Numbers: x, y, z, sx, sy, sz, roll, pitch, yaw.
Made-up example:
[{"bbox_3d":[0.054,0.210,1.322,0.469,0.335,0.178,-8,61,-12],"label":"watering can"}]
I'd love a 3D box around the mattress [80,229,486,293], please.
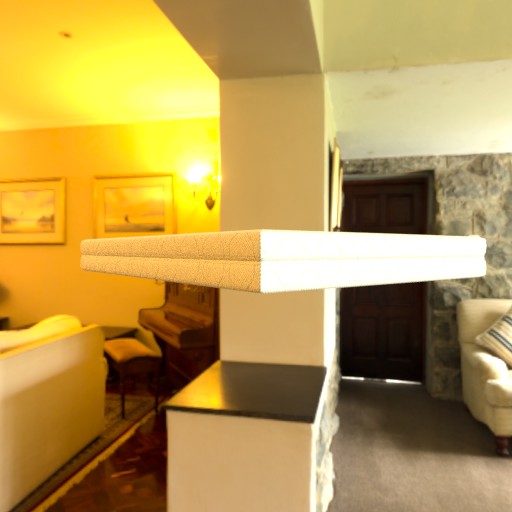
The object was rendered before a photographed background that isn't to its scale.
[{"bbox_3d":[0.000,0.000,2.506,1.400,0.200,1.900,-1,1,-37],"label":"mattress"}]
